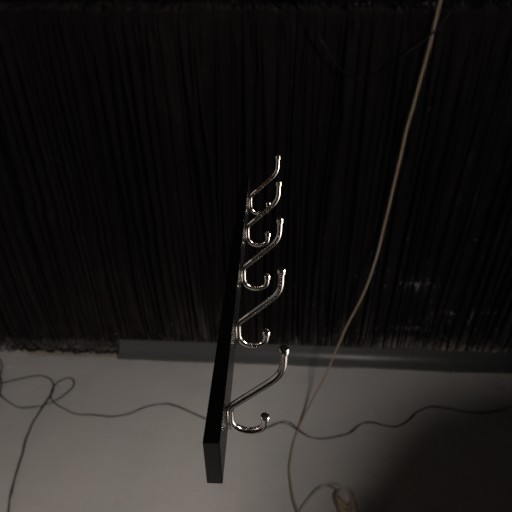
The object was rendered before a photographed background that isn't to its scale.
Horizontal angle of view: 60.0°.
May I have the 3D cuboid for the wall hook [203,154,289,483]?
[{"bbox_3d":[0.000,0.000,0.603,0.071,0.117,0.571,1,33,1],"label":"wall hook"}]
